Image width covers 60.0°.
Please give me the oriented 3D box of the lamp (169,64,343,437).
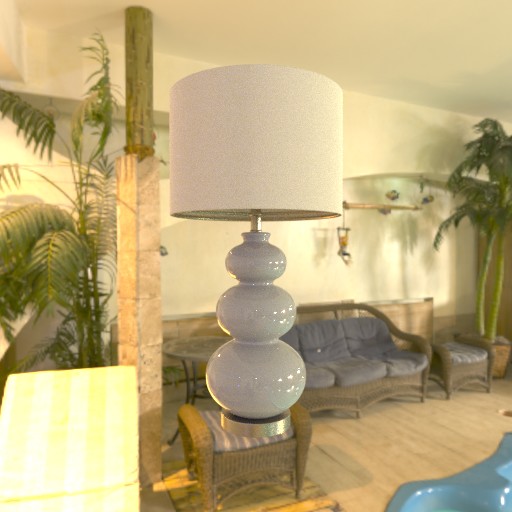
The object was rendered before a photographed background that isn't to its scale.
[{"bbox_3d":[0.000,0.000,0.962,0.367,0.730,0.367,0,1,-18],"label":"lamp"}]
